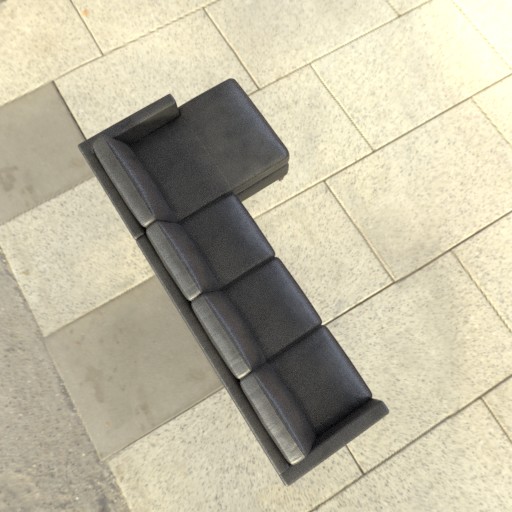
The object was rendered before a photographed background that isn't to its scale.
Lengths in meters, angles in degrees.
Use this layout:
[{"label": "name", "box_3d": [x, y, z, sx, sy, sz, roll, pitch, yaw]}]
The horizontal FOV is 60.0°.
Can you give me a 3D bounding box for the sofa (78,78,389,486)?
[{"label": "sofa", "box_3d": [0.000, 0.000, 3.856, 1.581, 0.883, 3.203, -32, 78, -8]}]
